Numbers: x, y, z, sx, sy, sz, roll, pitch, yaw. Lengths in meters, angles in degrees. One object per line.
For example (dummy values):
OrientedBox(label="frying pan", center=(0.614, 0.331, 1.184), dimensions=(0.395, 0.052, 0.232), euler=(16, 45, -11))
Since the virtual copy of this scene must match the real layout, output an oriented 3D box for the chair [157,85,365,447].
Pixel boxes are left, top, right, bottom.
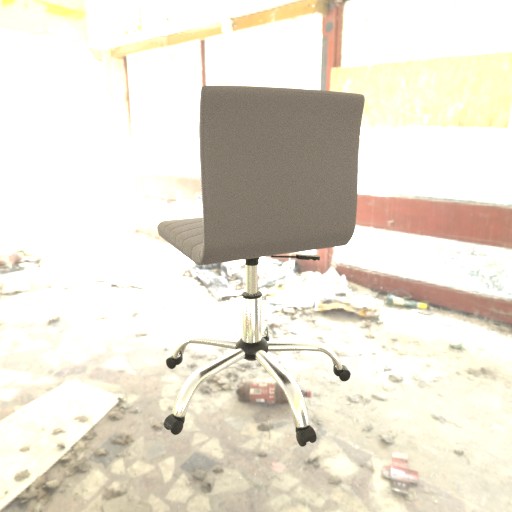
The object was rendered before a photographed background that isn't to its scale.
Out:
OrientedBox(label="chair", center=(0.000, 0.000, 1.134), dimensions=(0.556, 0.780, 0.530), euler=(-8, 17, -27))
